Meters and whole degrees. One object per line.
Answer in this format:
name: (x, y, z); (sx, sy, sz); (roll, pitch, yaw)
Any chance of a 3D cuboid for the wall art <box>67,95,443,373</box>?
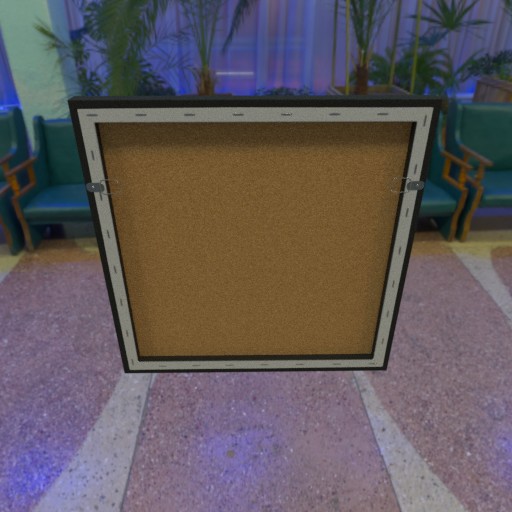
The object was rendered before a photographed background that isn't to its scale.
wall art: (0.000, 0.000, 1.105); (0.758, 0.758, 0.044); (0, 31, -1)
